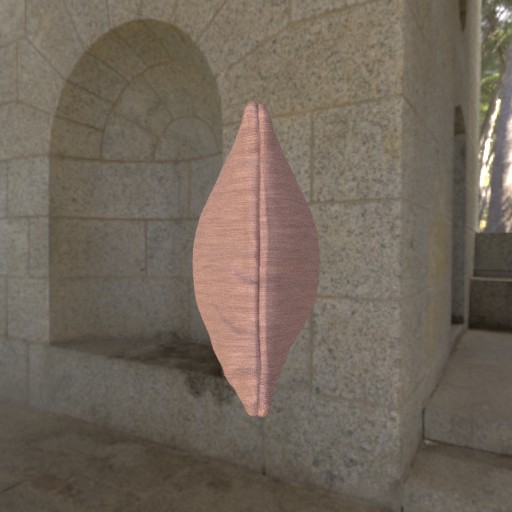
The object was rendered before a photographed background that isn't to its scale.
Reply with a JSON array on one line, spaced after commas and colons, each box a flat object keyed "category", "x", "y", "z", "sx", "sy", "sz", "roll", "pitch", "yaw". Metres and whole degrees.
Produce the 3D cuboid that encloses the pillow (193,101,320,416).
[{"category": "pillow", "x": 0.000, "y": 0.000, "z": 0.781, "sx": 0.210, "sy": 0.338, "sz": 0.633, "roll": 0, "pitch": 1, "yaw": 1}]
